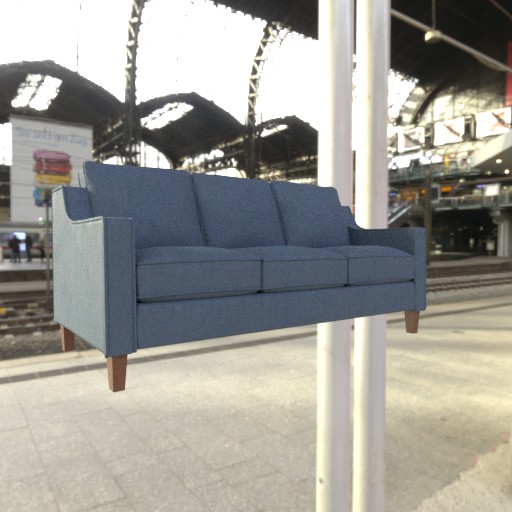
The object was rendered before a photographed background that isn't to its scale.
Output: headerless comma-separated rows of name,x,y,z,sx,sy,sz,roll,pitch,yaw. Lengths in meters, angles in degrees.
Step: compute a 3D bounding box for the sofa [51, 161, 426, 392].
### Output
sofa,0.000,0.000,2.531,1.986,0.974,0.911,-1,2,-36
